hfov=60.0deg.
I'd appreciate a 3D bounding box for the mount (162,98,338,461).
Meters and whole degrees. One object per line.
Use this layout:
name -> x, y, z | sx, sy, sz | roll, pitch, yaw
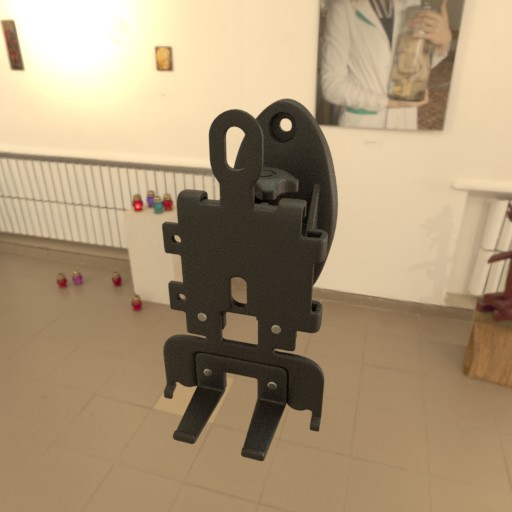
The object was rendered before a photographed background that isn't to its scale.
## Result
mount -> 0.000, 0.000, 0.177 | 0.066, 0.118, 0.100 | 7, 27, 14
